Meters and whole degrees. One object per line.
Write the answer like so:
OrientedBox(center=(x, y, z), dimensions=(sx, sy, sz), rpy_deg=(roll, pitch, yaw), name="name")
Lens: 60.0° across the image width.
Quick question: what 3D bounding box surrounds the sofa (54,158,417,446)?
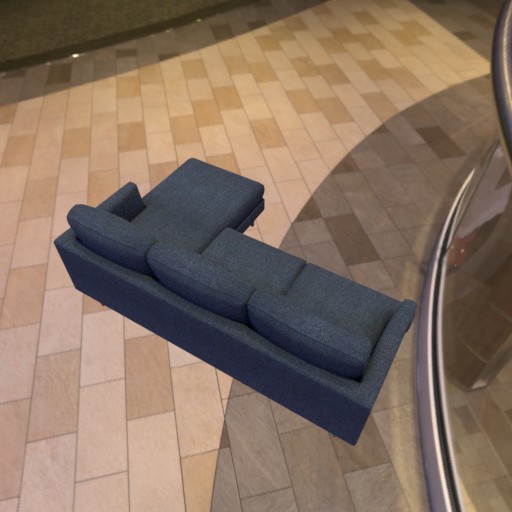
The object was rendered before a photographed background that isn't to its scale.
OrientedBox(center=(0.000, 0.000, 3.119), dimensions=(2.233, 0.956, 1.504), rpy_deg=(24, 52, 20), name="sofa")
